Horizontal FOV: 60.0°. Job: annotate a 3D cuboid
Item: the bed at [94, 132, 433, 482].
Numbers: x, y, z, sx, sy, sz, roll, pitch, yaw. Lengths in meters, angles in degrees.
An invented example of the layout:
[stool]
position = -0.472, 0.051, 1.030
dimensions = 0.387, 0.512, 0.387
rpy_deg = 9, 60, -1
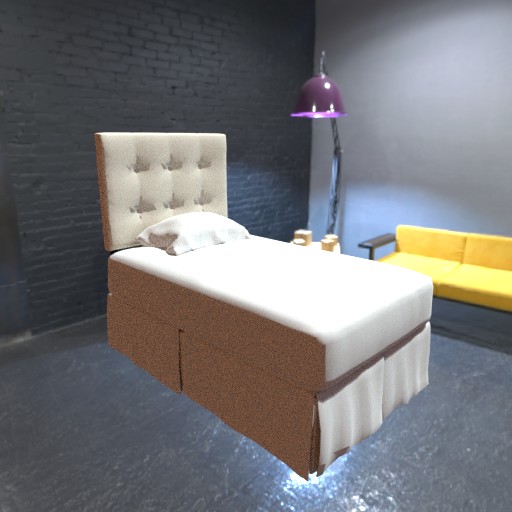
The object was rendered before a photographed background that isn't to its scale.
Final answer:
[bed]
position = 0.000, 0.000, 2.911
dimensions = 1.997, 1.571, 1.261
rpy_deg = 14, 20, 43
